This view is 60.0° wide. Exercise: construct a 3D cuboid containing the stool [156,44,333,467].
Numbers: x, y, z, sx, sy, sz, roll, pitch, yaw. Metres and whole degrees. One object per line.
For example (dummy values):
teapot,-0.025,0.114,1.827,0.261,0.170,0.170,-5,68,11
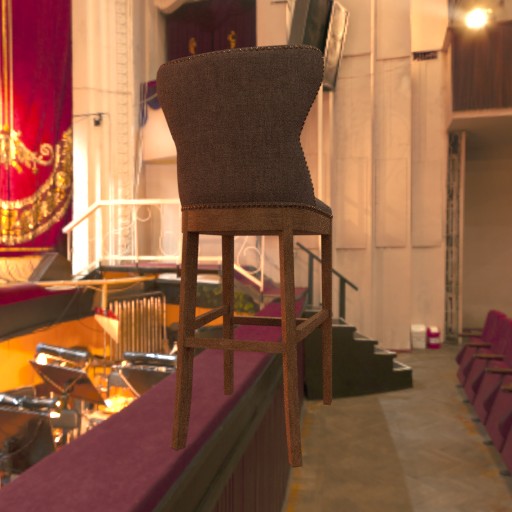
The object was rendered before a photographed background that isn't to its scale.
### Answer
stool,0.000,0.000,1.442,0.494,1.123,0.606,0,1,17
